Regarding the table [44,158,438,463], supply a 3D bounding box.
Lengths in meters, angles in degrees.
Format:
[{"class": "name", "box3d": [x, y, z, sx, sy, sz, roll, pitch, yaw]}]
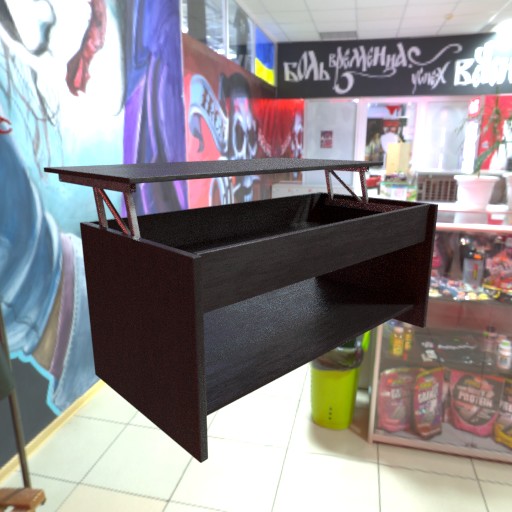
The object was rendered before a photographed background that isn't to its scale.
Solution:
[{"class": "table", "box3d": [0.000, 0.000, 1.424, 1.000, 0.570, 0.712, -14, 20, -42]}]
